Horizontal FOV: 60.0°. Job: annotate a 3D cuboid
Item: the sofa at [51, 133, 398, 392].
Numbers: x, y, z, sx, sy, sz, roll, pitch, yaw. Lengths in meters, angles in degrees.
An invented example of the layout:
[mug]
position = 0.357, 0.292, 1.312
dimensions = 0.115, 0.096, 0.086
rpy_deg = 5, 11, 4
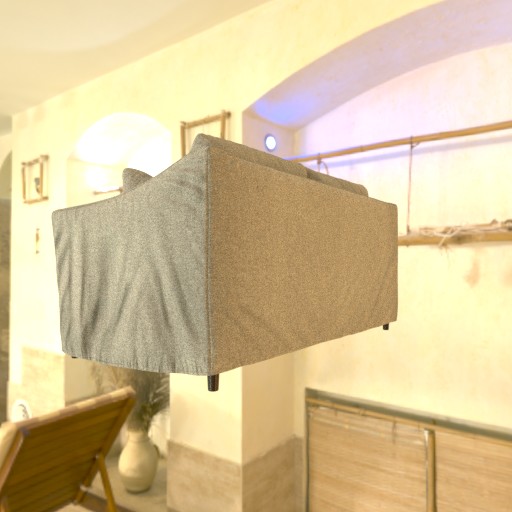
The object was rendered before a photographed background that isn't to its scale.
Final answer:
[sofa]
position = 0.000, 0.000, 2.634
dimensions = 1.072, 1.018, 2.010
rpy_deg = -1, -1, 36
